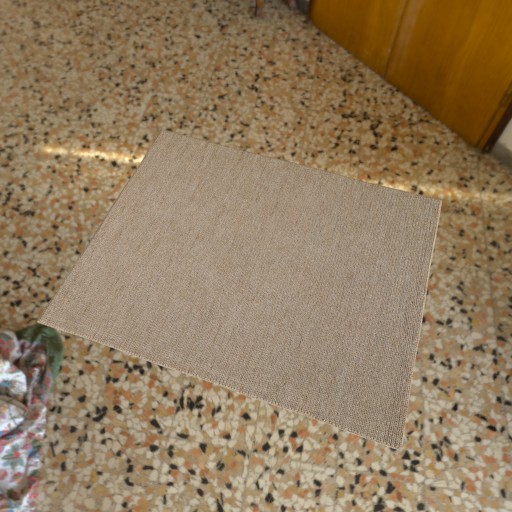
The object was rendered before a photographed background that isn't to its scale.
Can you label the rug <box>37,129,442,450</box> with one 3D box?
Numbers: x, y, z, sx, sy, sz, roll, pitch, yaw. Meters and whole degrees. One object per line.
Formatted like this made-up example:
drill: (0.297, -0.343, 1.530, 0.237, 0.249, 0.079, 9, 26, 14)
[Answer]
rug: (0.000, 0.000, 4.021, 3.034, 0.012, 2.406, 16, 60, 10)
